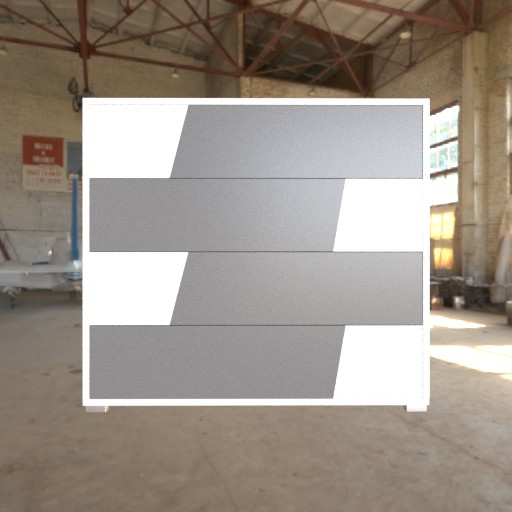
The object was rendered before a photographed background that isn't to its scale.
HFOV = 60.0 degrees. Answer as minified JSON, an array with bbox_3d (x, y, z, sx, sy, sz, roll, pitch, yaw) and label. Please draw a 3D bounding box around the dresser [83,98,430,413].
[{"bbox_3d":[0.000,0.000,1.633,1.100,1.000,0.460,0,0,0],"label":"dresser"}]
